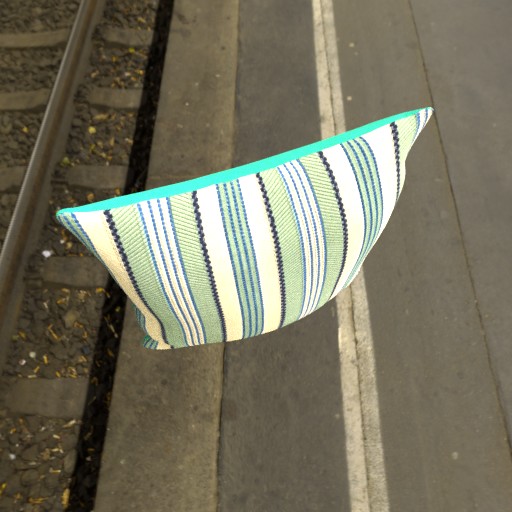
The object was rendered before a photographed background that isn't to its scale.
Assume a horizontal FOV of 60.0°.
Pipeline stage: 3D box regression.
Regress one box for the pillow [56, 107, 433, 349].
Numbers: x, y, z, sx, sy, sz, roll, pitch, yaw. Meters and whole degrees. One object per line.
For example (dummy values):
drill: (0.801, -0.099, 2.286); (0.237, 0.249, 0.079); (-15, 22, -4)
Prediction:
pillow: (0.000, 0.000, 0.658); (0.440, 0.441, 0.182); (-18, 63, -10)
